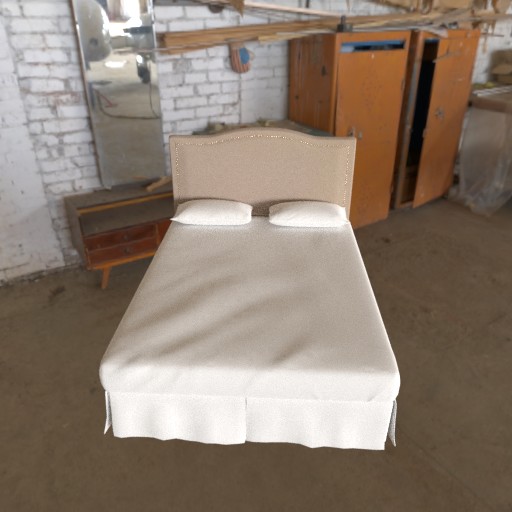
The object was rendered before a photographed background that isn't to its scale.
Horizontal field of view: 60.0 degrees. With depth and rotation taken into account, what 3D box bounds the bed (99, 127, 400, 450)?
[{"bbox_3d":[0.000,0.000,3.372,1.821,1.436,2.282,1,29,2],"label":"bed"}]
